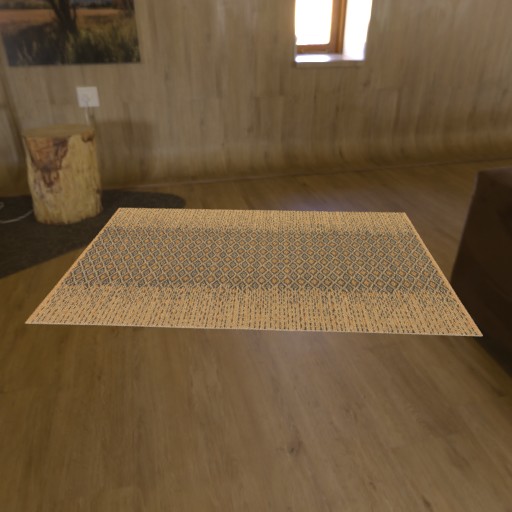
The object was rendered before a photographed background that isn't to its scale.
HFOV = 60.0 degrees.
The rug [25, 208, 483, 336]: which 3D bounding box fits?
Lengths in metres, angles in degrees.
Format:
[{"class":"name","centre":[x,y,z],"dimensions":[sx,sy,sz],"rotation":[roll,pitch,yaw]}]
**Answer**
[{"class":"rug","centre":[0.000,0.000,2.301],"dimensions":[1.828,0.005,1.219],"rotation":[1,29,2]}]
